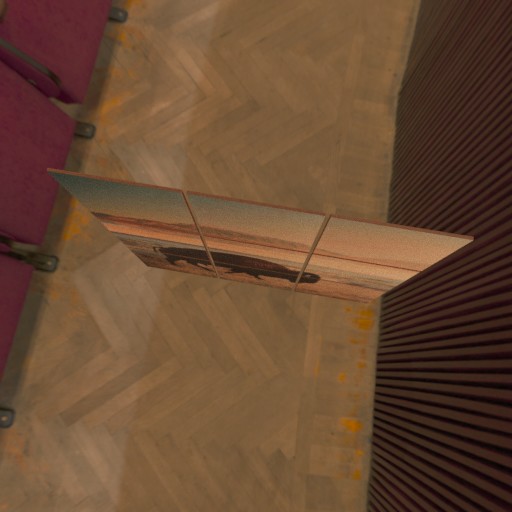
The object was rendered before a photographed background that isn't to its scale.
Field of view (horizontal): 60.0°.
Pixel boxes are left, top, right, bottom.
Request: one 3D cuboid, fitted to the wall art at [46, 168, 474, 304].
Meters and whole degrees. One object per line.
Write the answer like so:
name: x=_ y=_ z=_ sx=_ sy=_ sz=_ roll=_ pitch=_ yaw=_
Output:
wall art: x=0.000 y=0.000 z=2.312 sx=1.533 sy=1.532 sz=0.019 roll=10 pitch=76 yaw=2
